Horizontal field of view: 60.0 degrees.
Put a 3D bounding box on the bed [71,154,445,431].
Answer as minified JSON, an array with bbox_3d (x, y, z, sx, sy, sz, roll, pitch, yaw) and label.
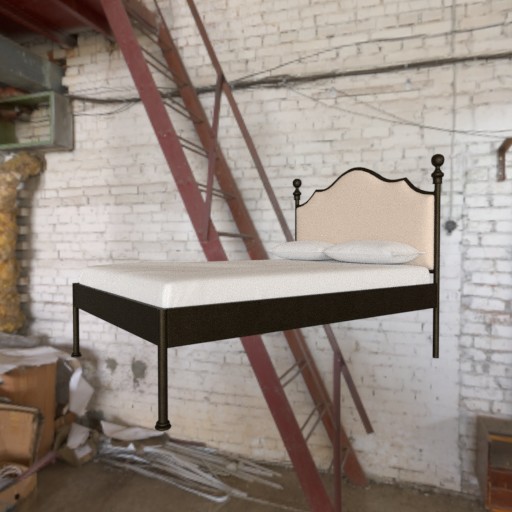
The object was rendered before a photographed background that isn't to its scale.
[{"bbox_3d":[0.000,0.000,3.244,2.224,1.499,1.642,-1,2,-36],"label":"bed"}]
